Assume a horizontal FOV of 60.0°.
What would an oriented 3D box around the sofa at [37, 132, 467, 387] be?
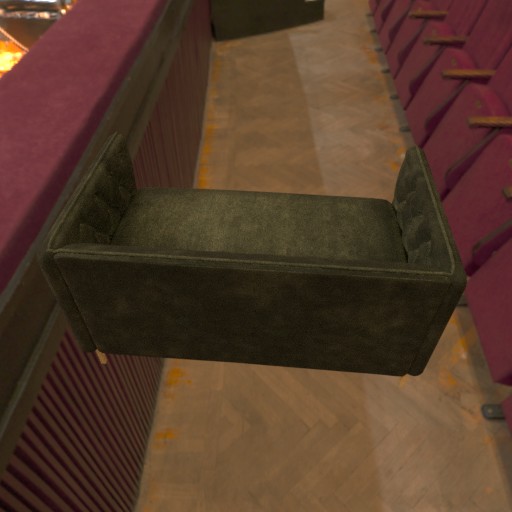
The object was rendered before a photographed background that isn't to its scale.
[{"bbox_3d":[0.000,0.000,2.089,1.537,0.768,0.895,3,45,4],"label":"sofa"}]
